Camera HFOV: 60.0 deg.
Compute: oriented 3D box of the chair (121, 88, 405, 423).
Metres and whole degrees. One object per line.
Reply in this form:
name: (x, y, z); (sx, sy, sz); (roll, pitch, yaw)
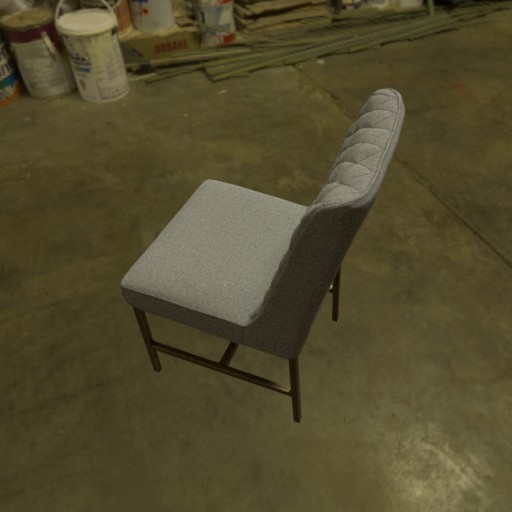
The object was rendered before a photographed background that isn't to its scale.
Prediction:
chair: (0.000, 0.000, 1.245); (0.587, 0.889, 0.508); (17, 49, 16)
